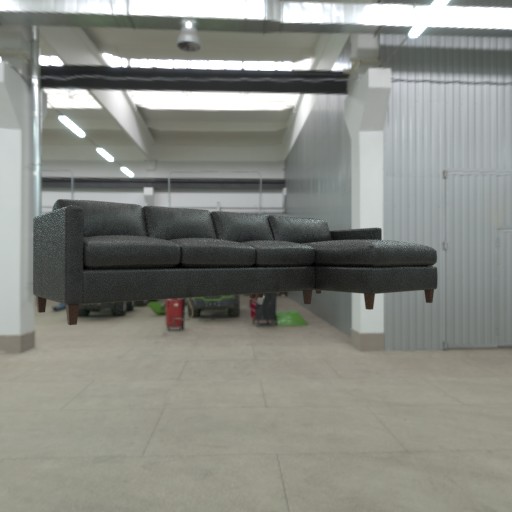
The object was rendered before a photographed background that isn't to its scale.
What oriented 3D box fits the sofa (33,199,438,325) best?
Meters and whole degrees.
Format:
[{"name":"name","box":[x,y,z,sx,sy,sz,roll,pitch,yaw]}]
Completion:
[{"name":"sofa","box":[0.000,0.000,3.831,3.203,0.883,1.581,0,-1,-38]}]
